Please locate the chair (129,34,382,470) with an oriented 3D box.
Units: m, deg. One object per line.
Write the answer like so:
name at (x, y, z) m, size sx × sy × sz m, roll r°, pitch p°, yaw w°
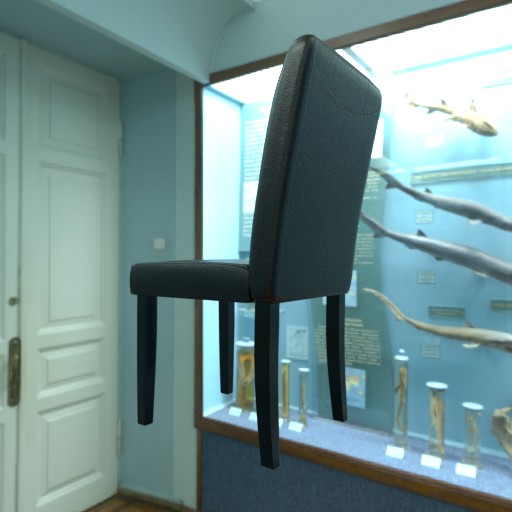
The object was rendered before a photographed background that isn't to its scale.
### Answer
chair at (0.000, 0.000, 1.179) m, size 0.556 × 0.897 × 0.399 m, roll 0°, pitch -1°, yaw 36°
